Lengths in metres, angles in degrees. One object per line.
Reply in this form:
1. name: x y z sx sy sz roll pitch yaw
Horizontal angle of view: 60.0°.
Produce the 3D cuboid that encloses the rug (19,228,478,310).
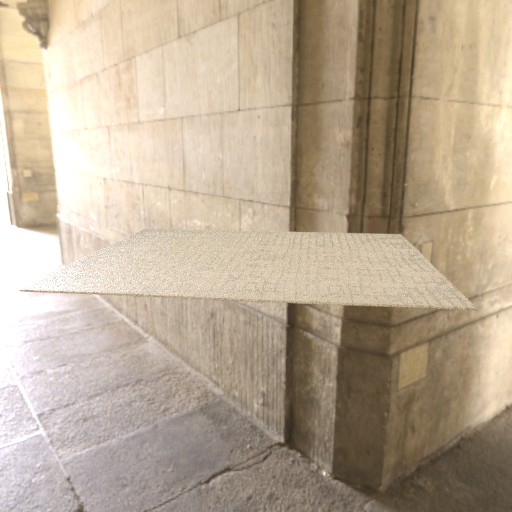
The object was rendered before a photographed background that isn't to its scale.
1. rug: 0.000 0.000 4.072 3.061 0.014 2.447 2 14 7
